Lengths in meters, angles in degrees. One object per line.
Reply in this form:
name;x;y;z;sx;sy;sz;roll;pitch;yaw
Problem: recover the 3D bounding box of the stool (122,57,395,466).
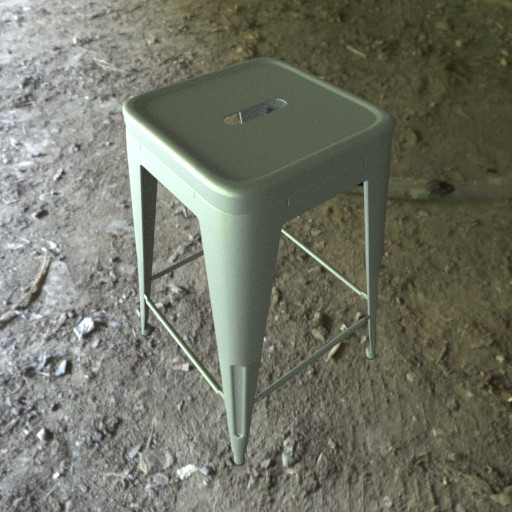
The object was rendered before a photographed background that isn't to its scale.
stool;0.000;0.000;0.859;0.410;0.608;0.410;-29;52;-26
